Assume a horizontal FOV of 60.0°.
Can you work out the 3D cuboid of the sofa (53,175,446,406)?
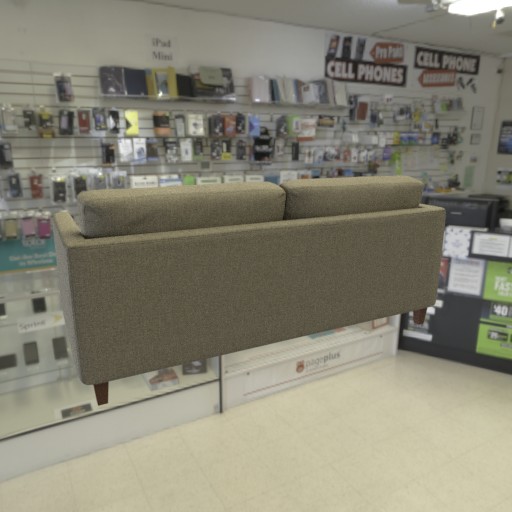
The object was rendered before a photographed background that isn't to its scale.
[{"bbox_3d":[0.000,0.000,2.723,2.208,0.960,0.956,-7,17,-26],"label":"sofa"}]
